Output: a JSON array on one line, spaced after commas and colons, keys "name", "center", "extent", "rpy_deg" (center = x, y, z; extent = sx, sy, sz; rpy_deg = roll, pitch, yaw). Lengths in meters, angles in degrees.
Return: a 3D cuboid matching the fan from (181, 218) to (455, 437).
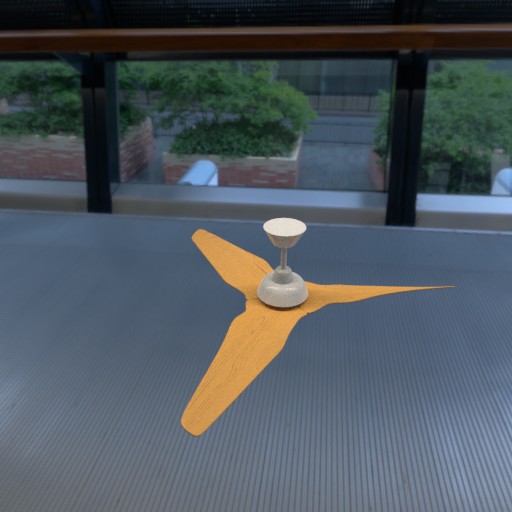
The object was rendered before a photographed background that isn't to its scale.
[{"name": "fan", "center": [0.000, 0.000, 1.675], "extent": [1.142, 0.355, 1.010], "rpy_deg": [-20, 35, -32]}]
